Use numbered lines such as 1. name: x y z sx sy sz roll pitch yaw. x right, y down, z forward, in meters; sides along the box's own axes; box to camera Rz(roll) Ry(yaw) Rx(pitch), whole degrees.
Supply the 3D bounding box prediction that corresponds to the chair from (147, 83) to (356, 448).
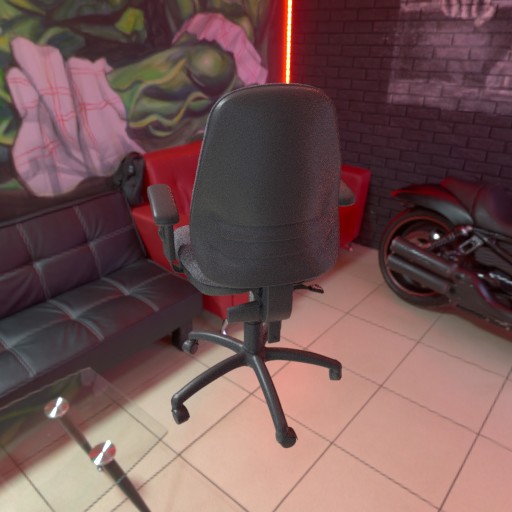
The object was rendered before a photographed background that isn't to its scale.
1. chair: 0.000 0.000 1.213 0.550 0.910 0.530 -8 27 -15
